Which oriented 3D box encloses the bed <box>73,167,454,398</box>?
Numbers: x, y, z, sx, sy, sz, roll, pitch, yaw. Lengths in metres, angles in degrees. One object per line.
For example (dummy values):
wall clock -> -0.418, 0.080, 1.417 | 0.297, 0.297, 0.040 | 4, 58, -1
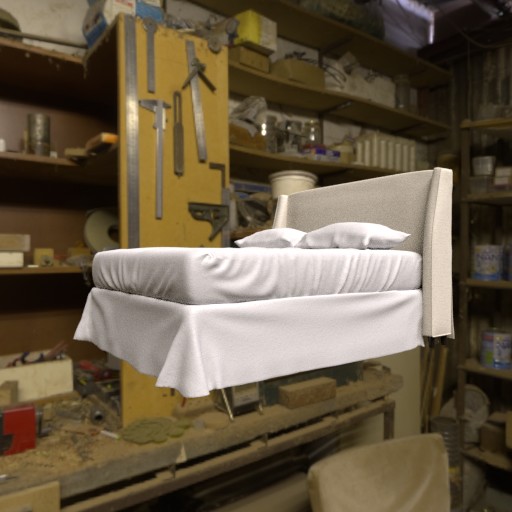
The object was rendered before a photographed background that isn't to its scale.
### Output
bed -> 0.000, 0.000, 3.403 | 2.276, 1.332, 1.925 | 0, 0, -36
